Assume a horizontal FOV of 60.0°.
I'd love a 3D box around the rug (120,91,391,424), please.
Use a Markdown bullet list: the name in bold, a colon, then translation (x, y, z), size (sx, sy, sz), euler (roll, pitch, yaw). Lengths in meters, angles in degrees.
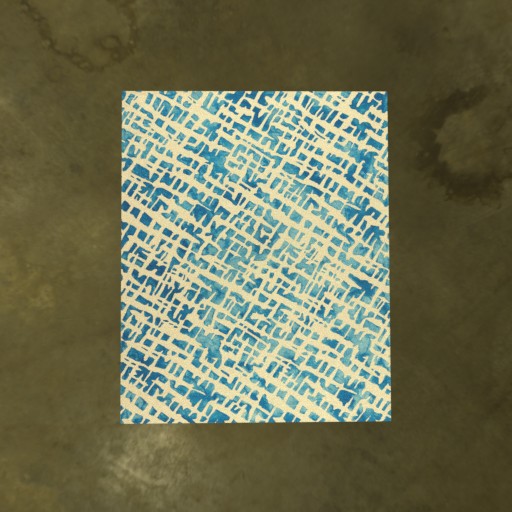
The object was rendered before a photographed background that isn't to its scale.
- **rug**: translation (0.000, 0.000, 4.015), size (2.435, 0.007, 3.007), euler (0, 89, -1)
